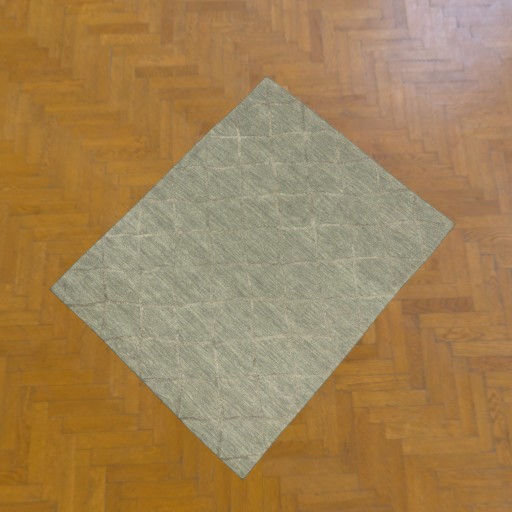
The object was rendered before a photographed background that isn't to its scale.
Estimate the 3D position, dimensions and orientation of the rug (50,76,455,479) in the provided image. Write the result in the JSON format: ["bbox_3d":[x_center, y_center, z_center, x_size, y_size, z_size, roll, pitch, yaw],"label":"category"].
[{"bbox_3d":[0.000,0.000,4.163,2.438,0.013,3.048,41,80,9],"label":"rug"}]
